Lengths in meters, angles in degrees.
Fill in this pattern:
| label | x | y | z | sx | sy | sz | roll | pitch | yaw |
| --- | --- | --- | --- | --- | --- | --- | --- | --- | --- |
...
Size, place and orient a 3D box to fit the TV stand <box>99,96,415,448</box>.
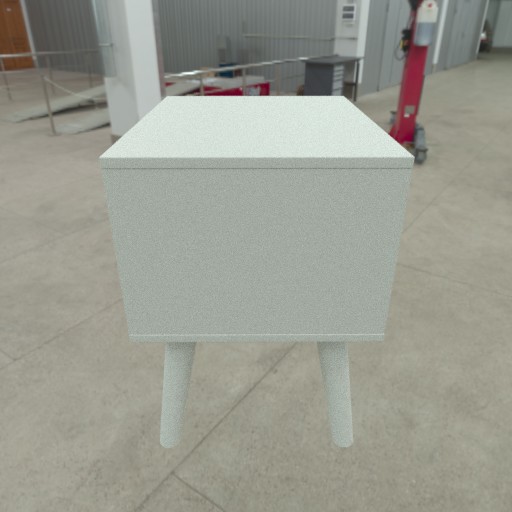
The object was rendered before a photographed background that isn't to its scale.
| label | x | y | z | sx | sy | sz | roll | pitch | yaw |
| --- | --- | --- | --- | --- | --- | --- | --- | --- | --- |
| TV stand | 0.000 | 0.000 | 0.923 | 0.405 | 0.559 | 0.508 | 0 | 28 | 0 |
